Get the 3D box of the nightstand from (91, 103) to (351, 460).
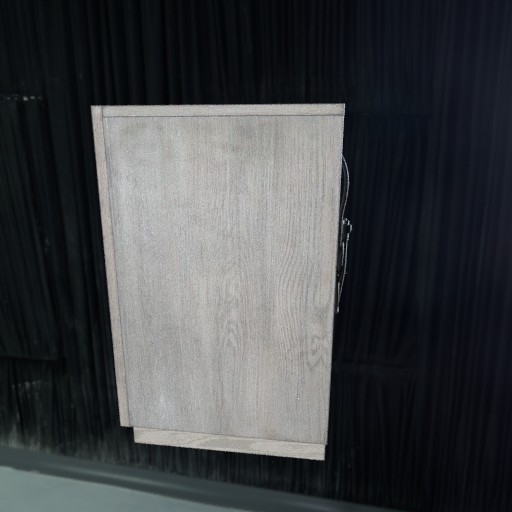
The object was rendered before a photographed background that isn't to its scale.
[{"bbox_3d":[0.000,0.000,1.096,0.483,0.673,0.612,2,15,8],"label":"nightstand"}]
